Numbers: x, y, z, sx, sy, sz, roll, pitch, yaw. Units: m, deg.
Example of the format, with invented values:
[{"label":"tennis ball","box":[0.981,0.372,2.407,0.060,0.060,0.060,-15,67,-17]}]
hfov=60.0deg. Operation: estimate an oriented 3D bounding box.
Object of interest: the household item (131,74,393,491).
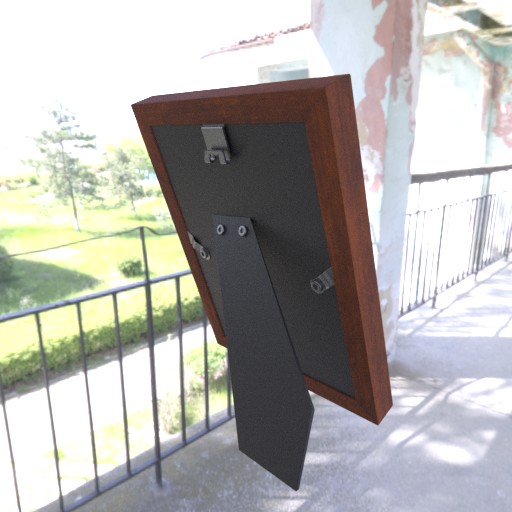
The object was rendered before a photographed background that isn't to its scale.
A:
[{"label":"household item","box":[0.000,0.000,0.289,0.096,0.204,0.160,-15,21,-42]}]
